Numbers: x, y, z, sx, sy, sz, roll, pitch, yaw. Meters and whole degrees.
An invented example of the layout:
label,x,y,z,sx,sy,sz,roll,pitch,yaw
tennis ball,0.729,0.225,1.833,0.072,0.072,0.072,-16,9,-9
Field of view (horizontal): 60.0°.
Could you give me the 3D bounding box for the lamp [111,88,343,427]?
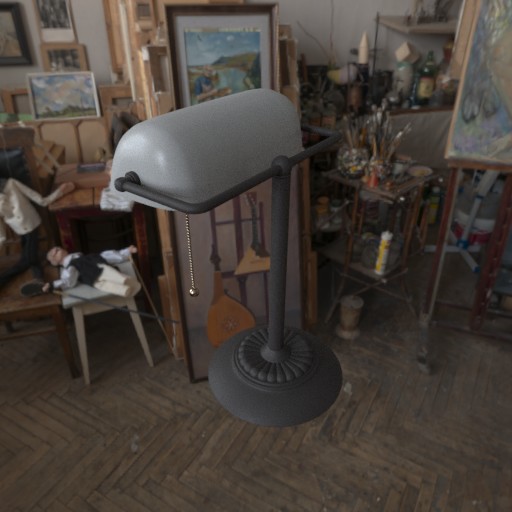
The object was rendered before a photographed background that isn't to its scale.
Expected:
label,x,y,z,sx,sy,sz,roll,pitch,yaw
lamp,0.000,0.000,0.521,0.243,0.339,0.264,22,38,30
